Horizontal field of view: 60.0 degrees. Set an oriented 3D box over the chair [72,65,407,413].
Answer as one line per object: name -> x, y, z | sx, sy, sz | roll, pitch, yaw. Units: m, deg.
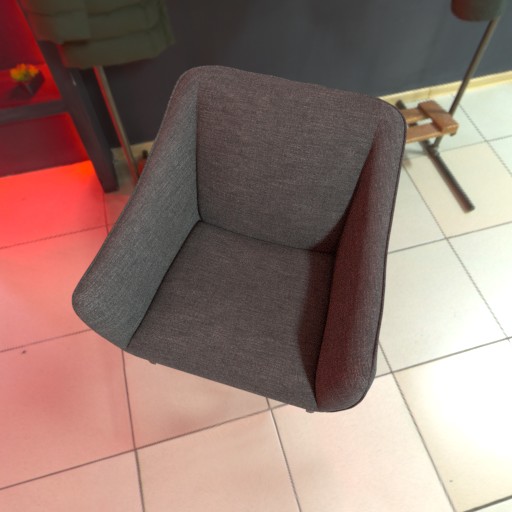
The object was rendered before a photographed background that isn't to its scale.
chair -> 0.000, 0.000, 1.534 | 0.870, 0.829, 0.851 | 15, 60, 9
